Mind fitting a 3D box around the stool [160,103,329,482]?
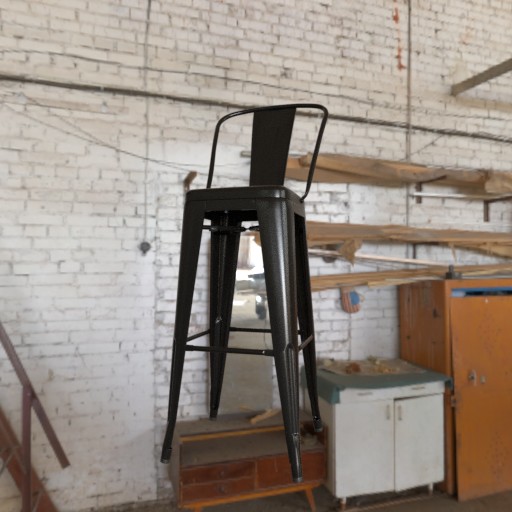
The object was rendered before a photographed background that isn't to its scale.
[{"bbox_3d":[0.000,0.000,1.357,0.399,1.096,0.513,0,-1,17],"label":"stool"}]
